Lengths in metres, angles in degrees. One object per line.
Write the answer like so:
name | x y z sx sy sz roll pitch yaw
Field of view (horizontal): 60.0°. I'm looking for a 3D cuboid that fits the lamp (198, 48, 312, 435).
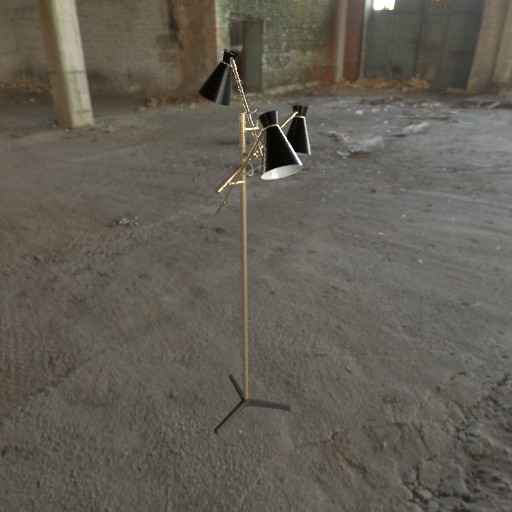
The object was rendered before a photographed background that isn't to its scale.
lamp | 0.000 0.000 2.130 0.750 1.804 0.653 18 31 33
